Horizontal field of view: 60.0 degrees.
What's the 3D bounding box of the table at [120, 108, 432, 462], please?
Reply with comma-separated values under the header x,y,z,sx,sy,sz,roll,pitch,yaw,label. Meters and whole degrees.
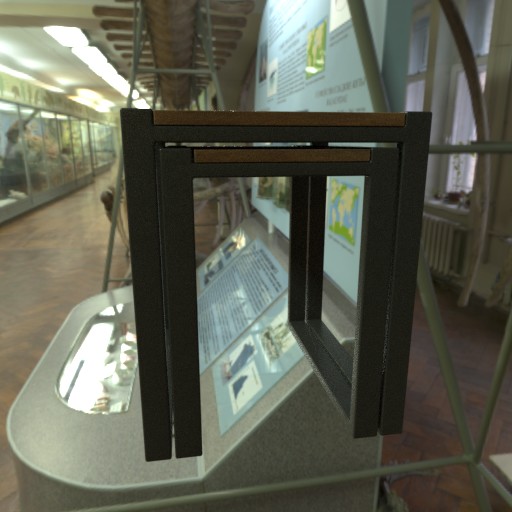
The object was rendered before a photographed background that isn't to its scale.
x,y,z,sx,sy,sz,roll,pitch,yaw,label
0.000,0.000,0.927,0.449,0.550,0.500,-2,15,-9,table
